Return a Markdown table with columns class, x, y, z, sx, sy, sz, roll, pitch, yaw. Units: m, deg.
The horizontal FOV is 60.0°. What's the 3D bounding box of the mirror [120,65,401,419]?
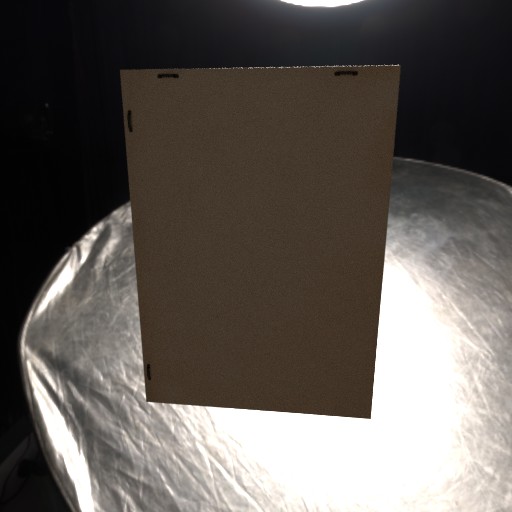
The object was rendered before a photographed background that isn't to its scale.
| class | x | y | z | sx | sy | sz | roll | pitch | yaw |
| --- | --- | --- | --- | --- | --- | --- | --- | --- | --- |
| mirror | 0.000 | 0.000 | 0.906 | 0.507 | 0.710 | 0.039 | 2 | 16 | 7 |
